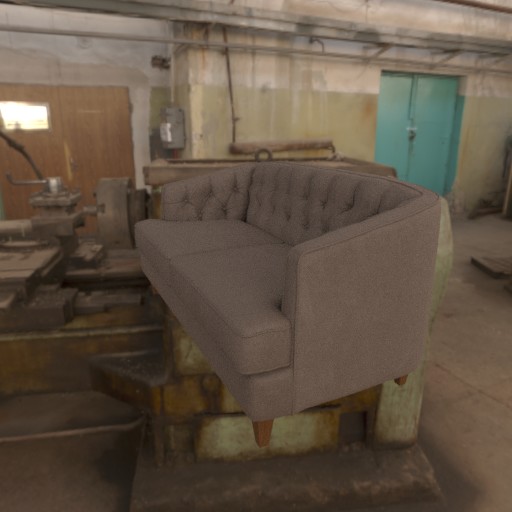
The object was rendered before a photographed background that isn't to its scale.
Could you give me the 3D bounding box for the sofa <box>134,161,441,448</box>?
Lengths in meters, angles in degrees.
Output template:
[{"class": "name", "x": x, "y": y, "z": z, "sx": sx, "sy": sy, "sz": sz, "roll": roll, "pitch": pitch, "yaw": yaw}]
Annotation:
[{"class": "sofa", "x": 0.000, "y": 0.000, "z": 2.264, "sx": 0.941, "sy": 0.855, "sz": 1.733, "roll": -8, "pitch": 19, "yaw": -24}]
